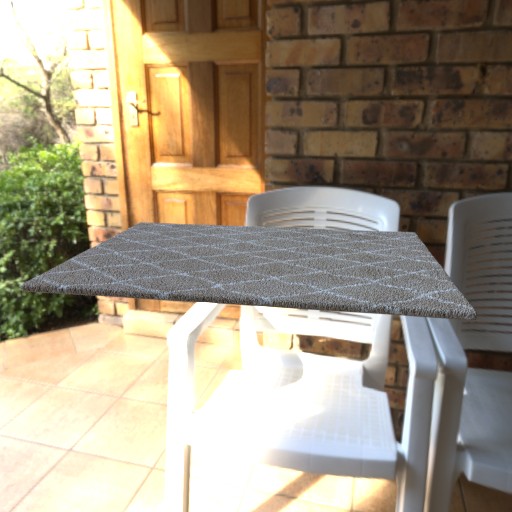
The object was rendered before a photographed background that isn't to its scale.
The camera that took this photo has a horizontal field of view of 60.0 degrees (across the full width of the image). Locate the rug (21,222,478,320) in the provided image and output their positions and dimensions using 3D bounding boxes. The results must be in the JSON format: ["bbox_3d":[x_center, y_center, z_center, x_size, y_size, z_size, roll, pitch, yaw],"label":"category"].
[{"bbox_3d":[0.000,0.000,2.262,1.778,0.030,1.219,3,17,9],"label":"rug"}]
